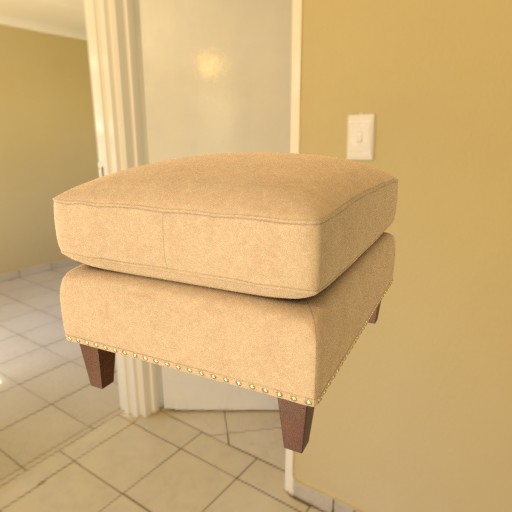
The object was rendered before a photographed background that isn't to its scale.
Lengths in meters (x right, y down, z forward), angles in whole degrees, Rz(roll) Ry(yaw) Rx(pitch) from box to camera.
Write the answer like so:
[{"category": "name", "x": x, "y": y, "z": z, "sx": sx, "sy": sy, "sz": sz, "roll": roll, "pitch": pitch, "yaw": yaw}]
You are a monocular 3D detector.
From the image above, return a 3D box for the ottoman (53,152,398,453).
[{"category": "ottoman", "x": 0.000, "y": 0.000, "z": 1.128, "sx": 0.584, "sy": 0.513, "sz": 0.741, "roll": 7, "pitch": 17, "yaw": 25}]
